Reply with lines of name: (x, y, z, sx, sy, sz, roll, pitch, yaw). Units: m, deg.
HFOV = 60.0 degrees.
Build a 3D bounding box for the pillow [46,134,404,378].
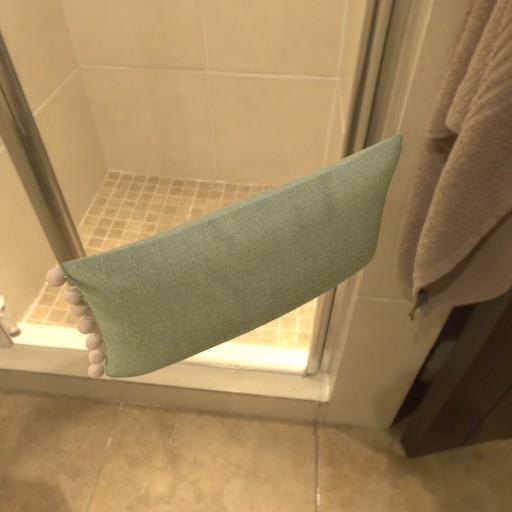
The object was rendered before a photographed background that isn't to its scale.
pillow: (0.000, 0.000, 0.846, 0.709, 0.322, 0.201, -23, 49, -21)
